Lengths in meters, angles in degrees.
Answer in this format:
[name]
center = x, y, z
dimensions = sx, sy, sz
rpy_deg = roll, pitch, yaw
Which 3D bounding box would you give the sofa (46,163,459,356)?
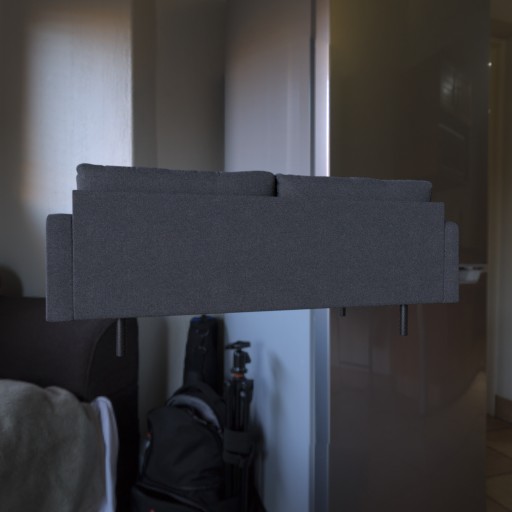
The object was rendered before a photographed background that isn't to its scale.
[sofa]
center = 0.000, 0.000, 2.559
dimensions = 2.100, 0.880, 0.880
rpy_deg = 0, 2, -18
